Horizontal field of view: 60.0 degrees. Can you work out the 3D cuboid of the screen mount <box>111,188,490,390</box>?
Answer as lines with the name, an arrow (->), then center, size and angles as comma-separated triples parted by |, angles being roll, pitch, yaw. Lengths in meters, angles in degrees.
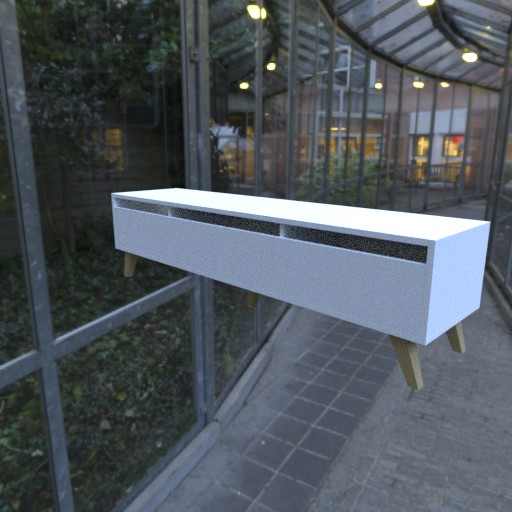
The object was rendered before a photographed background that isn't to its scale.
screen mount -> 0.000, 0.000, 1.846 | 1.644, 0.432, 0.399 | 13, 19, 43
